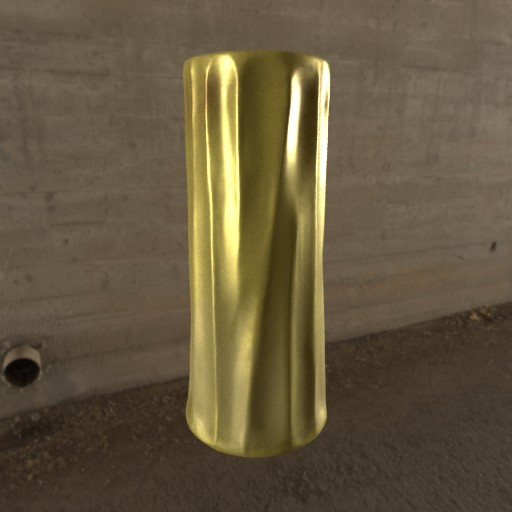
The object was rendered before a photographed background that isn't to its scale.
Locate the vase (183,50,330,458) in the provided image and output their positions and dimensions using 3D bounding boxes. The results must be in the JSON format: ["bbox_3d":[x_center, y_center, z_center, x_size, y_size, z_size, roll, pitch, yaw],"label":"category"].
[{"bbox_3d":[0.000,0.000,0.177,0.061,0.143,0.061,0,14,0],"label":"vase"}]
